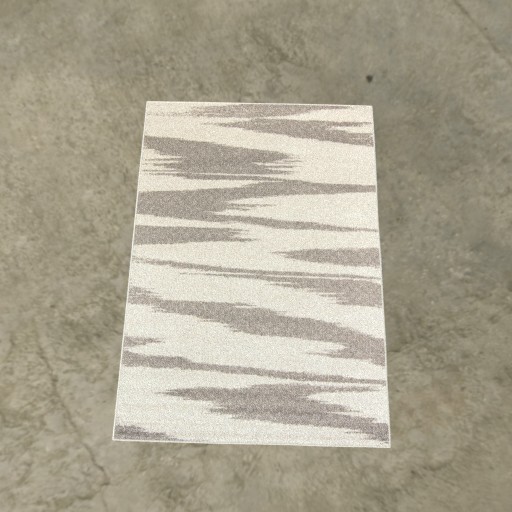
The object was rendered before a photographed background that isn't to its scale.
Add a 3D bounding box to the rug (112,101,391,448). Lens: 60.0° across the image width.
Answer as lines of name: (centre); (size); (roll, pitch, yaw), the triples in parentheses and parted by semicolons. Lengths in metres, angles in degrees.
rug: (0.000, 0.000, 2.712); (1.533, 0.010, 2.142); (1, 75, 0)
